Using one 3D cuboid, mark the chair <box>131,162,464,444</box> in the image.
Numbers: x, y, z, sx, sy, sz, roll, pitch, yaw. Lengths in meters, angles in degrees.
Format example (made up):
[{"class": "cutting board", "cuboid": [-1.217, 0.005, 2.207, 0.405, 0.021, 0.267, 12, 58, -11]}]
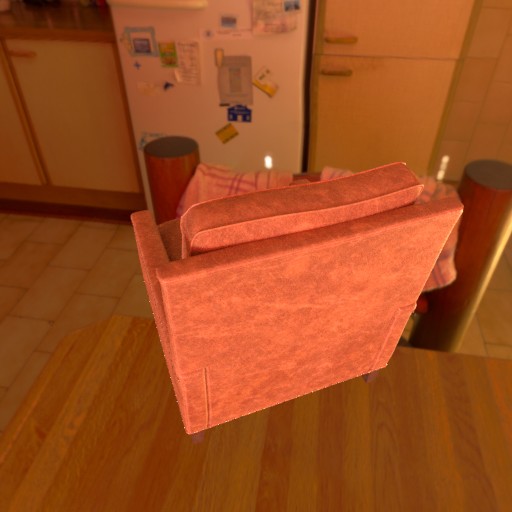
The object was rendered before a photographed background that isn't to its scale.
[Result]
[{"class": "chair", "cuboid": [0.000, 0.000, 1.754, 0.854, 1.054, 1.035, -14, 41, -16]}]
